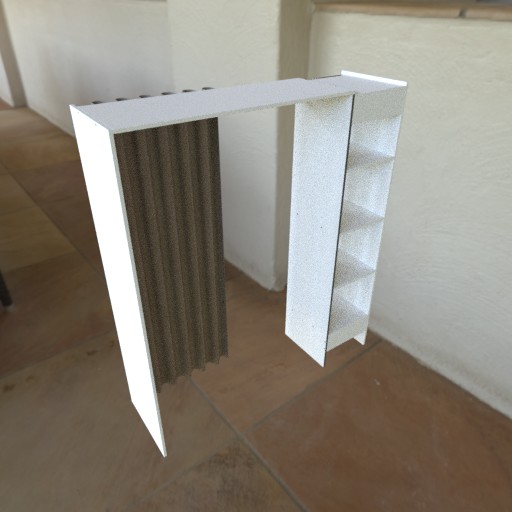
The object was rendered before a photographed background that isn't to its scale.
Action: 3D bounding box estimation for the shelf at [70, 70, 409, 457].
[{"bbox_3d":[0.000,0.000,2.568,1.600,1.820,0.500,-20,36,-29],"label":"shelf"}]
